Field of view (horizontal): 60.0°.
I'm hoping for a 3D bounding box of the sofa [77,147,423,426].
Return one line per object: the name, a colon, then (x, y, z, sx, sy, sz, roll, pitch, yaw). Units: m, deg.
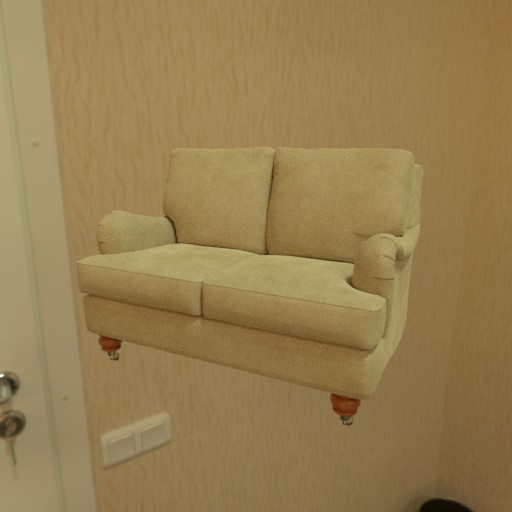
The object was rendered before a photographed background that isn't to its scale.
sofa: (0.000, 0.000, 2.278, 1.498, 1.087, 1.086, 7, 16, 26)
